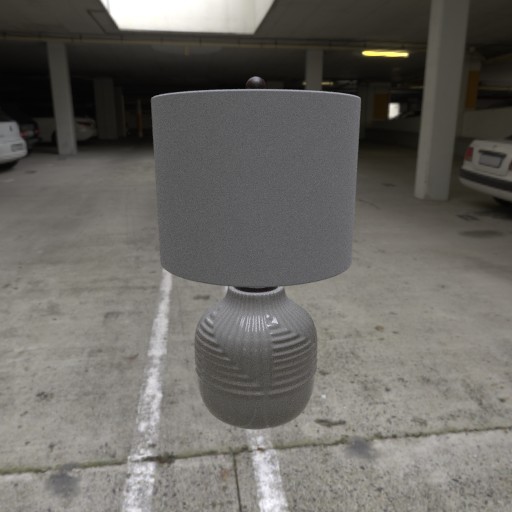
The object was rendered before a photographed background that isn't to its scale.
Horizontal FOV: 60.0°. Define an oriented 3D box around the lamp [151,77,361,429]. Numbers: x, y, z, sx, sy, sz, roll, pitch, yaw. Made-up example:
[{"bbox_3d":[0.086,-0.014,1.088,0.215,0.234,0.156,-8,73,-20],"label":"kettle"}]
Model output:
[{"bbox_3d":[0.000,0.000,0.751,0.318,0.567,0.318,0,15,0],"label":"lamp"}]
